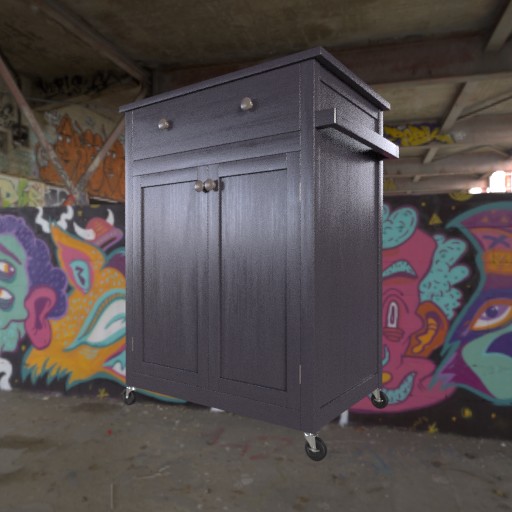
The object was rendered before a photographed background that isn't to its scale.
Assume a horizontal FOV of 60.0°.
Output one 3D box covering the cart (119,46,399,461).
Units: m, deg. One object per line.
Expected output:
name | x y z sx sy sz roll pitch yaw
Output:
cart | 0.000 0.000 1.280 0.690 0.878 0.449 0 0 35
